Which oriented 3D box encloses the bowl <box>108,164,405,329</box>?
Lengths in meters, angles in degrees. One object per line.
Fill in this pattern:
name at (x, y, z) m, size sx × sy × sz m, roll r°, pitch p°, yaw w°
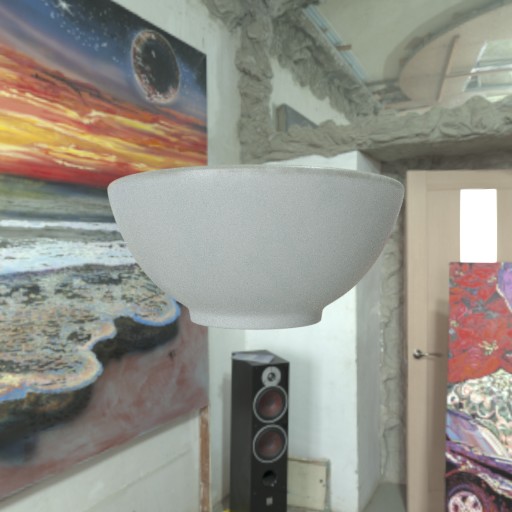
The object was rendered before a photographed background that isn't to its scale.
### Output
bowl at (0.000, 0.000, 0.422) m, size 0.268 × 0.121 × 0.268 m, roll 0°, pitch 0°, yaw 0°
